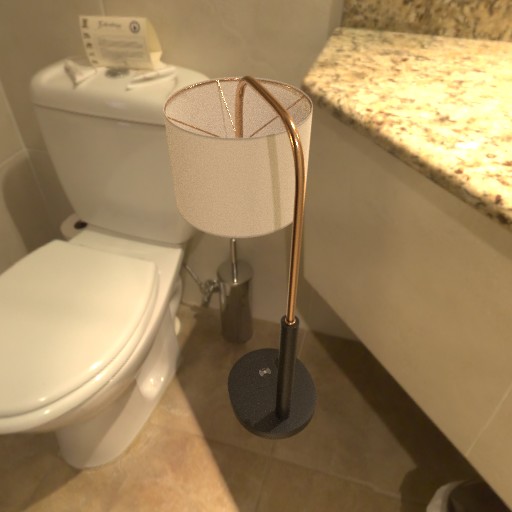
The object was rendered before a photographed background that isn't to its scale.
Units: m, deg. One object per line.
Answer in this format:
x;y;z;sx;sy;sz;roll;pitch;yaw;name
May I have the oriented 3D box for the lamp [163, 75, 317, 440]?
0.000;0.000;0.690;0.199;0.540;0.337;-14;43;-15;lamp
